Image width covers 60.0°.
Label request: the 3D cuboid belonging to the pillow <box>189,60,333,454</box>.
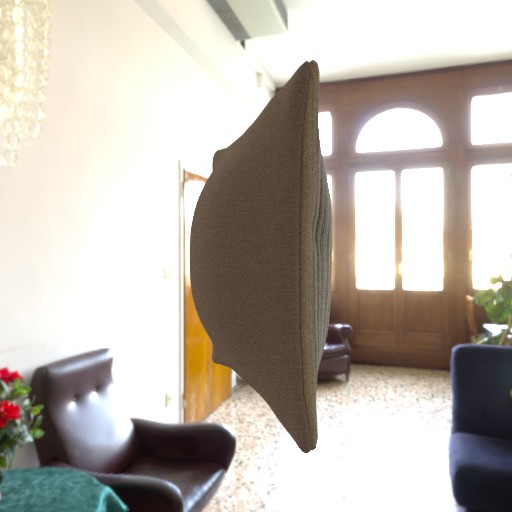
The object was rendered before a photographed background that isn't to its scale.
[{"bbox_3d":[0.000,0.000,0.670,0.189,0.416,0.435,0,0,-18],"label":"pillow"}]
